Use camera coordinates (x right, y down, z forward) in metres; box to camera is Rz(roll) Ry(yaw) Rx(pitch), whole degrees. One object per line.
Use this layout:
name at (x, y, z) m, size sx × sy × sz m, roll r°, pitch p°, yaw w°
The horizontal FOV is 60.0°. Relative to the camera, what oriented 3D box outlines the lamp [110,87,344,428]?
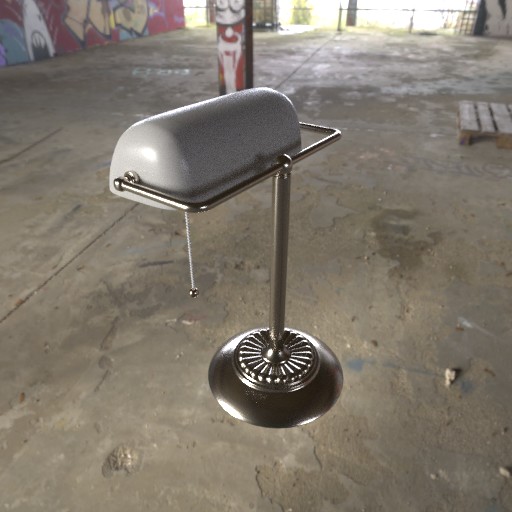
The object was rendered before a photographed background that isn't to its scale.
lamp at (0.000, 0.000, 0.517) m, size 0.243 × 0.339 × 0.264 m, roll 21°, pitch 38°, yaw 30°
